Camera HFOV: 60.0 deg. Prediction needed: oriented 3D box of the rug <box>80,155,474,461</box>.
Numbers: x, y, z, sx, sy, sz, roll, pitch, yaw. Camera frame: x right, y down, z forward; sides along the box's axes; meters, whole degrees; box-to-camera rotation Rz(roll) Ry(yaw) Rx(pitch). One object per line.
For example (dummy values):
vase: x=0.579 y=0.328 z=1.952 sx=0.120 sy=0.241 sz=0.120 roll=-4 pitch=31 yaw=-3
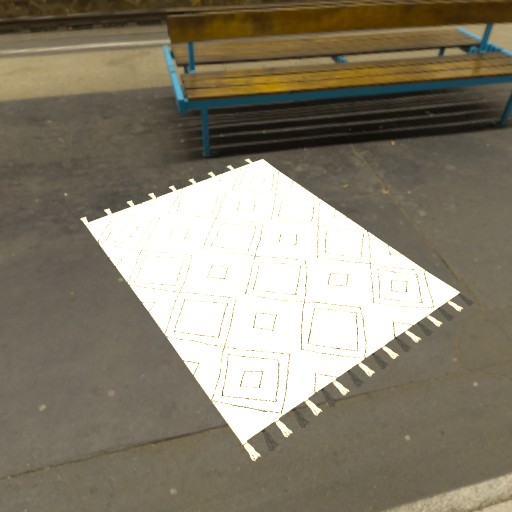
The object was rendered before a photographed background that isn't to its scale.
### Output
rug: x=0.000 y=0.000 z=4.298 sx=2.342 sy=0.026 sz=3.221 roll=-26 pitch=47 yaw=-26
